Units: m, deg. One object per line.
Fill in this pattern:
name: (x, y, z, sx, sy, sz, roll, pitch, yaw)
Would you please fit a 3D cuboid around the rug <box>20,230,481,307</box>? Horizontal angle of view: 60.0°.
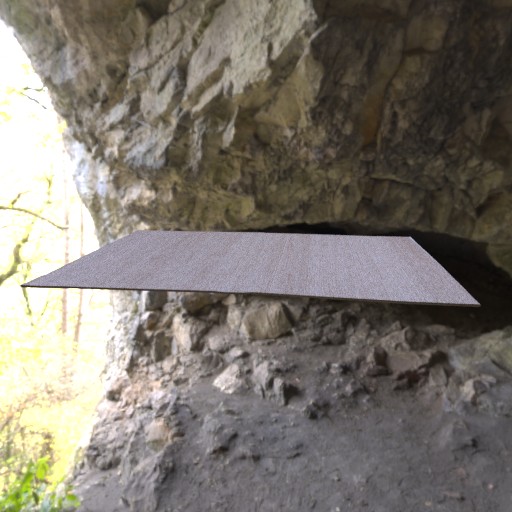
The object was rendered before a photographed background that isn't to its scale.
rug: (0.000, 0.000, 2.917, 2.283, 0.030, 1.596, 2, 14, 8)
